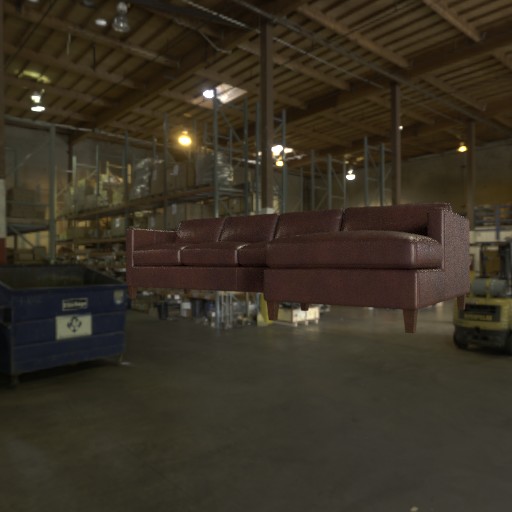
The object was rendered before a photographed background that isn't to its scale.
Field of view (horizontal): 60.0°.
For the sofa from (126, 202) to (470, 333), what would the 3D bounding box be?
[{"bbox_3d":[0.000,0.000,3.921,3.203,0.883,1.581,0,-1,35],"label":"sofa"}]
